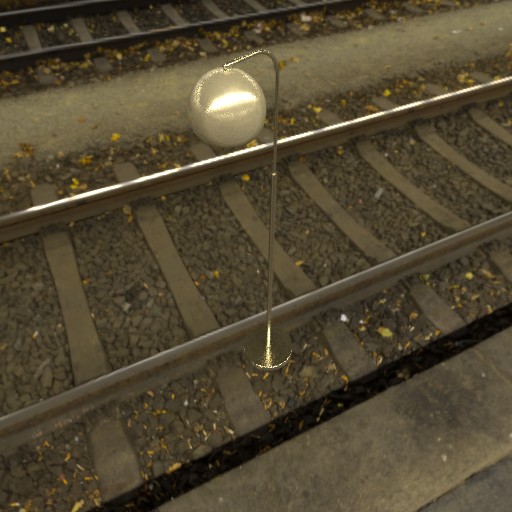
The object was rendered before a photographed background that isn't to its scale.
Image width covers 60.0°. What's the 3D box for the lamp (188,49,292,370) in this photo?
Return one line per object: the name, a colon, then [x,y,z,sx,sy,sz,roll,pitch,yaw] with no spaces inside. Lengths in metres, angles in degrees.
lamp: [0.000,0.000,1.689,0.250,1.526,0.431,33,55,28]
